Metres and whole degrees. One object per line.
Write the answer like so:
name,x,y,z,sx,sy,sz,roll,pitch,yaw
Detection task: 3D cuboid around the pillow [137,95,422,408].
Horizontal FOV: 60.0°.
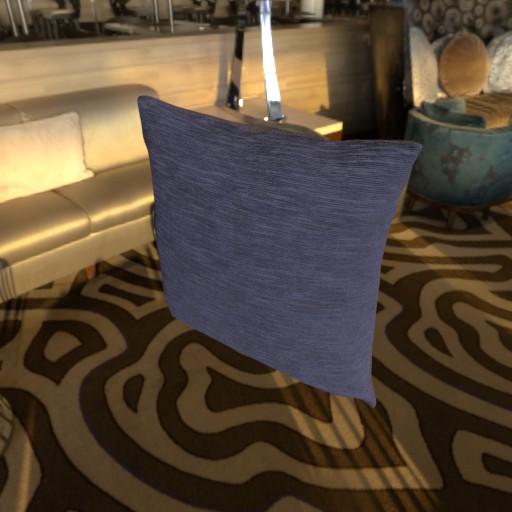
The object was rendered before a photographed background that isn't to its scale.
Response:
pillow,0.000,0.000,0.705,0.452,0.439,0.204,19,36,28
